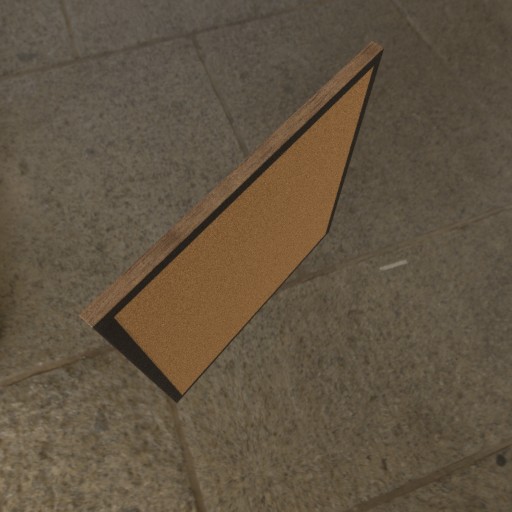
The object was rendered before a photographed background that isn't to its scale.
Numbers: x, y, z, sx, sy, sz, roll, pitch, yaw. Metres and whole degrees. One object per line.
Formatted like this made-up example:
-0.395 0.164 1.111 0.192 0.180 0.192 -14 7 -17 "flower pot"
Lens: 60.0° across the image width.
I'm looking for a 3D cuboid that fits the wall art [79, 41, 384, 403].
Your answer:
0.000 0.000 1.009 0.029 0.691 0.695 37 69 17 "wall art"
